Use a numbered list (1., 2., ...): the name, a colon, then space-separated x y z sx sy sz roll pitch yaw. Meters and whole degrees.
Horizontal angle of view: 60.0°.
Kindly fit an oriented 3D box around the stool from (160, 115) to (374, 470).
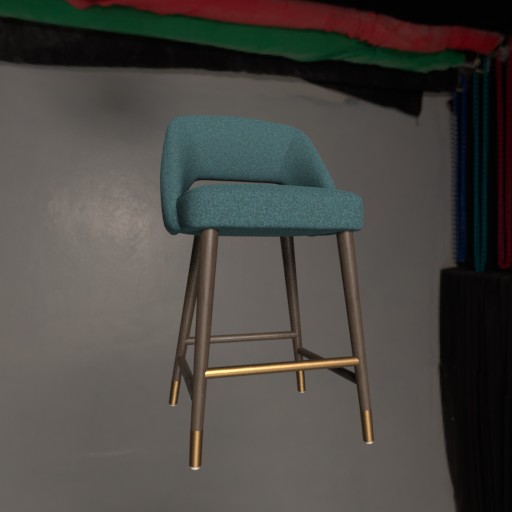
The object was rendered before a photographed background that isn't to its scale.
1. stool: 0.000 0.000 1.282 0.536 0.939 0.522 0 1 -17
